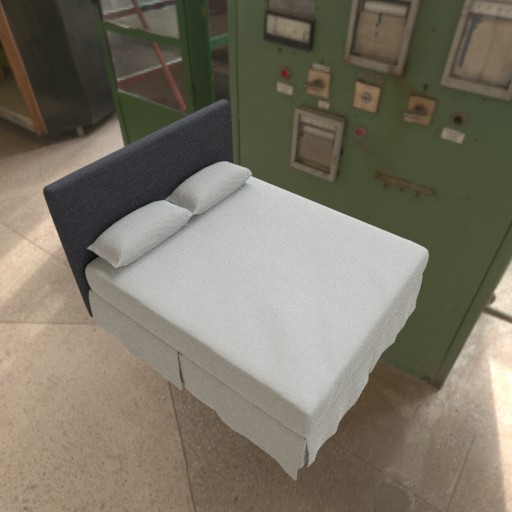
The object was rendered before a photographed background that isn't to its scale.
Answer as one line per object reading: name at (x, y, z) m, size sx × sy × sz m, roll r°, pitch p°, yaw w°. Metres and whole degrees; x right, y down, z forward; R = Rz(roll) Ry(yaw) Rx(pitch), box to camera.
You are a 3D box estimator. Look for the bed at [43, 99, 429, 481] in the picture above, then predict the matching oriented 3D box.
bed at (0.000, 0.000, 3.324) m, size 2.142 × 1.330 × 1.884 m, roll 27°, pitch 48°, yaw 27°
